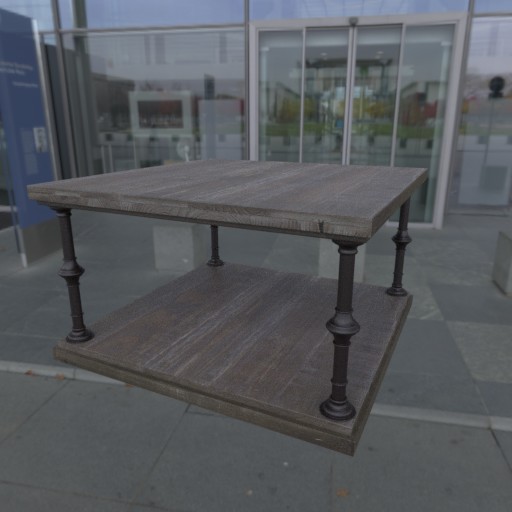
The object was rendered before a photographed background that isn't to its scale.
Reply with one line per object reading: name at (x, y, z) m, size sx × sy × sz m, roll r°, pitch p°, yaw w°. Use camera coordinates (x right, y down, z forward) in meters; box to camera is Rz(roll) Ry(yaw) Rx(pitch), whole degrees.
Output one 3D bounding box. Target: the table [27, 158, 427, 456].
table at (0.000, 0.000, 1.111) m, size 0.696 × 0.400 × 0.696 m, roll 8°, pitch 19°, yaw 25°
